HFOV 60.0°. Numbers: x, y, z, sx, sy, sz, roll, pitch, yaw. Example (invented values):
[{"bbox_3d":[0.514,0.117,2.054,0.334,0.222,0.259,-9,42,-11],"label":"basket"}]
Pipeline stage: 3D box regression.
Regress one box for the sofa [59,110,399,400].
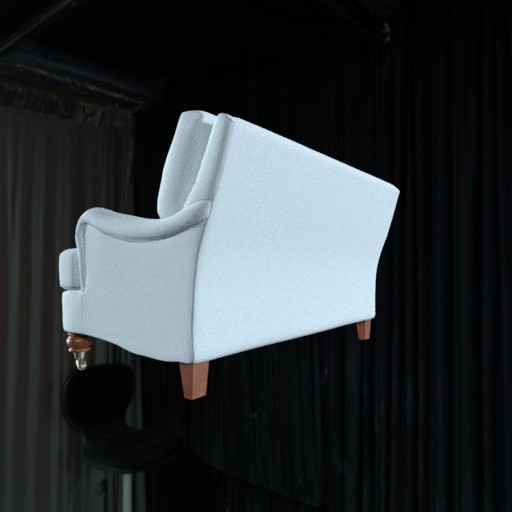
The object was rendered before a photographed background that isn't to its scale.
[{"bbox_3d":[0.000,0.000,2.529,1.084,1.101,1.853,-1,-2,36],"label":"sofa"}]
